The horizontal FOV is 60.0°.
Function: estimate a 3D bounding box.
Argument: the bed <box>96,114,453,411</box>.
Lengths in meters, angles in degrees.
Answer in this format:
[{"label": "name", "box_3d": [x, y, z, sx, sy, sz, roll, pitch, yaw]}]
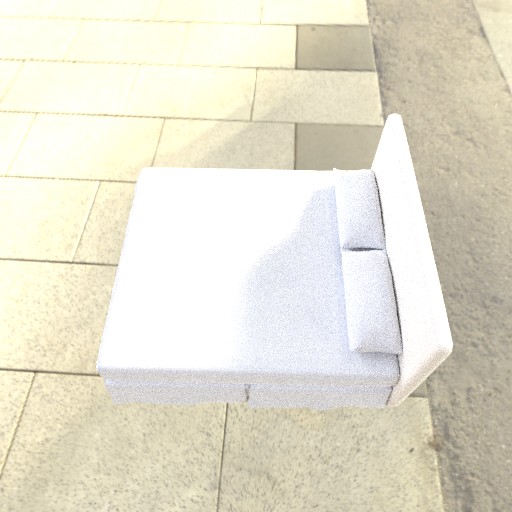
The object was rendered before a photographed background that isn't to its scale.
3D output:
[{"label": "bed", "box_3d": [0.000, 0.000, 3.617, 2.341, 1.317, 2.119, 1, 57, 1]}]
